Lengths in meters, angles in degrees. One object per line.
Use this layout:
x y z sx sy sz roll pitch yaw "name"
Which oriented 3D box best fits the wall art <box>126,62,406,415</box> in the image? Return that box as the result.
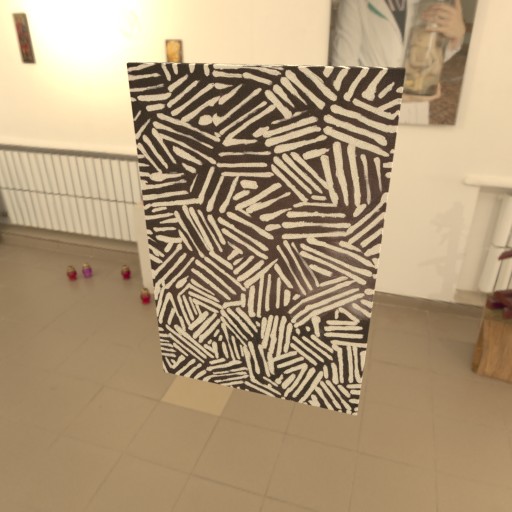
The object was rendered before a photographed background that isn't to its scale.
0.000 0.000 1.156 0.615 0.918 0.035 8 28 15 "wall art"
